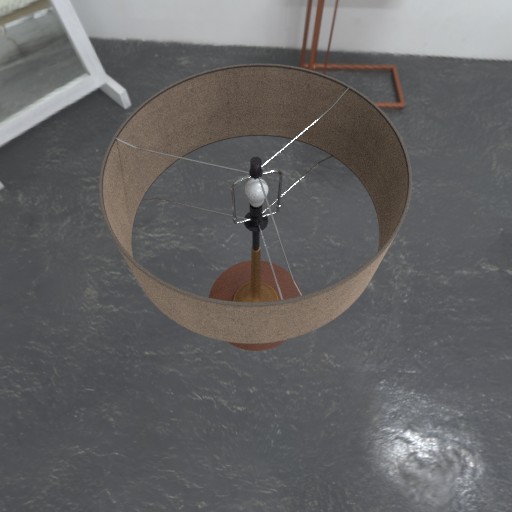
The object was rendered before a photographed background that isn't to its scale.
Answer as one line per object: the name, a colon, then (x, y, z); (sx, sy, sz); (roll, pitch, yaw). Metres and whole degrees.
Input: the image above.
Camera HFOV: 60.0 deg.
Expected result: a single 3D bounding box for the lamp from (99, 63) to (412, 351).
lamp: (0.000, 0.000, 0.830); (0.417, 0.551, 0.396); (-15, 64, -8)
